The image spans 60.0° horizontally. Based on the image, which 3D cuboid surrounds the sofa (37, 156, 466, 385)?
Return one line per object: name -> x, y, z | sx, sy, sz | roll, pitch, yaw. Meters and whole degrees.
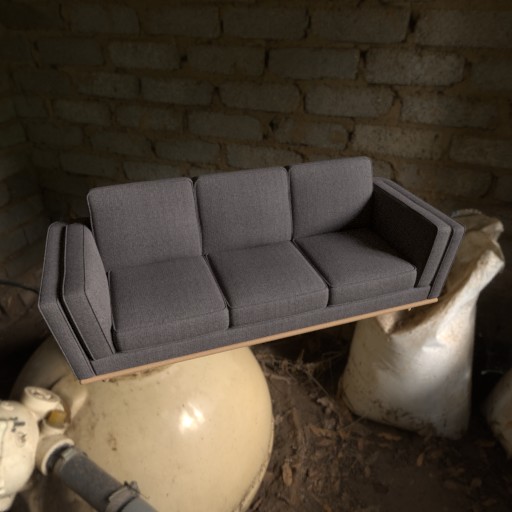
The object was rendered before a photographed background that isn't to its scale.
sofa -> 0.000, 0.000, 2.764 | 2.362, 0.899, 0.903 | -10, 33, -16
